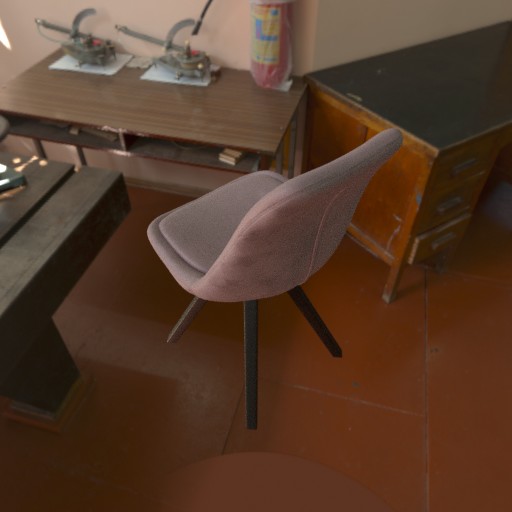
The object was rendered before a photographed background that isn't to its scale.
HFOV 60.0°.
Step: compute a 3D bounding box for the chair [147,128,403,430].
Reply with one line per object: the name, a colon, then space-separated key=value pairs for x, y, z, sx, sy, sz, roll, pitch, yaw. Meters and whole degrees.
chair: x=0.000 y=0.000 z=1.202 sx=0.483 sy=0.865 sz=0.547 roll=-31 pitch=52 yaw=-28
